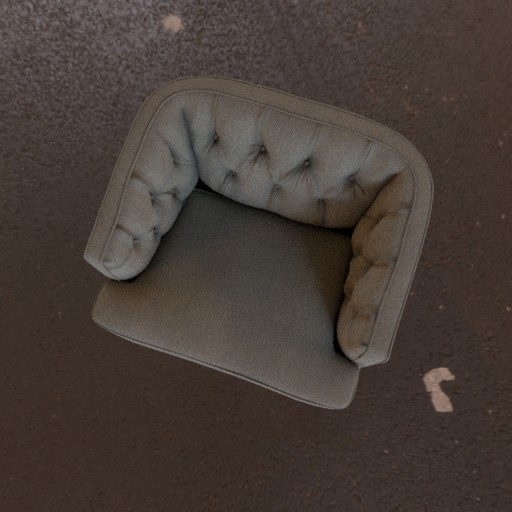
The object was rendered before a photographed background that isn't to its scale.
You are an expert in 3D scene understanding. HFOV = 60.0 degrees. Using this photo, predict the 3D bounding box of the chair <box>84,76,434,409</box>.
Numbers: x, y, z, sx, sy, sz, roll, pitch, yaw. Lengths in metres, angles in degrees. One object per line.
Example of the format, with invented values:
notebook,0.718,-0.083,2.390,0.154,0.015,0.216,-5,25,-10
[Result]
chair,0.000,0.000,1.774,1.094,0.852,0.945,18,76,5
